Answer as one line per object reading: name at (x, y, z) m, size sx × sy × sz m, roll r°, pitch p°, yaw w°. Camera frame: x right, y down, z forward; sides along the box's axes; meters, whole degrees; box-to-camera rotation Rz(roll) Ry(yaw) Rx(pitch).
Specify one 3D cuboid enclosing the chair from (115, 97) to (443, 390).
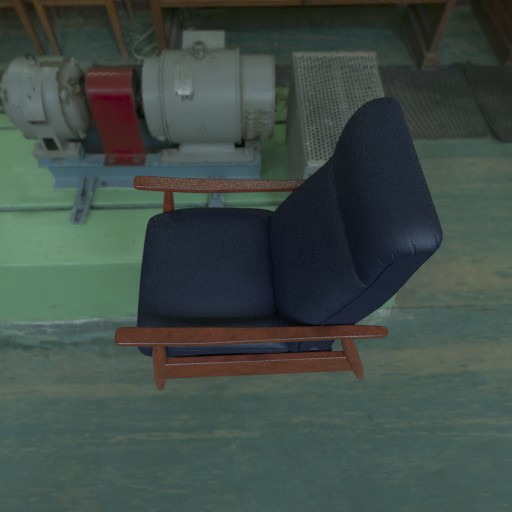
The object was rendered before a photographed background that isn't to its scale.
chair at (0.000, 0.000, 1.797) m, size 1.014 × 1.082 × 0.762 m, roll -3°, pitch 58°, yaw -2°
